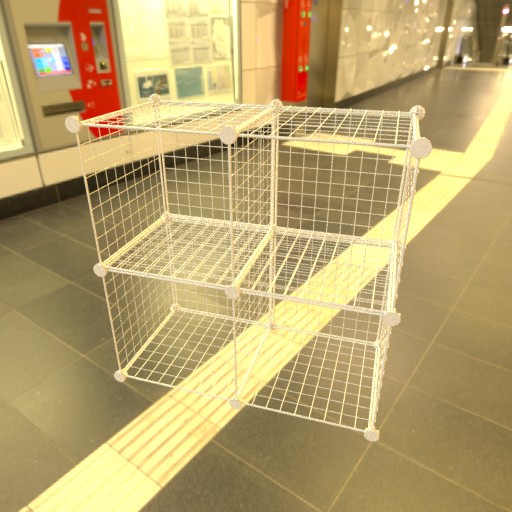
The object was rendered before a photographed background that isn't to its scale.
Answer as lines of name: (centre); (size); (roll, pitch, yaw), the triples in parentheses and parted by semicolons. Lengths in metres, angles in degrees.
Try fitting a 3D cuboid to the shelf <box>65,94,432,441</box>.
shelf: (0.000, 0.000, 1.126); (0.711, 0.711, 0.356); (8, 28, 15)
